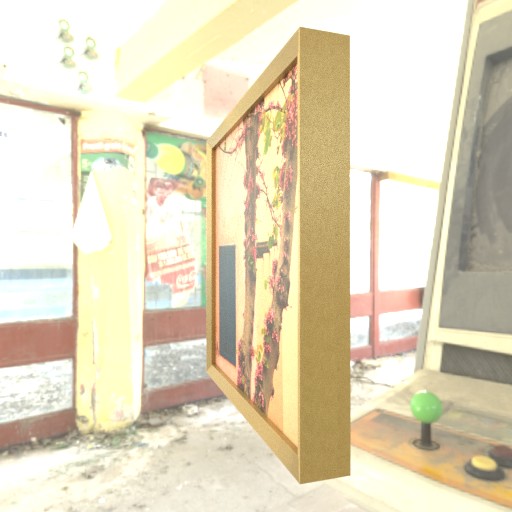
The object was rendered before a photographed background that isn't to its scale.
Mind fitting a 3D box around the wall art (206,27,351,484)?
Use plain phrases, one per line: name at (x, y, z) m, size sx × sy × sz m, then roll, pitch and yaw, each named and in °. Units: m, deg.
wall art at (0.000, 0.000, 0.445) m, size 0.038 × 0.305 × 0.304 m, roll 0°, pitch 0°, yaw -18°
